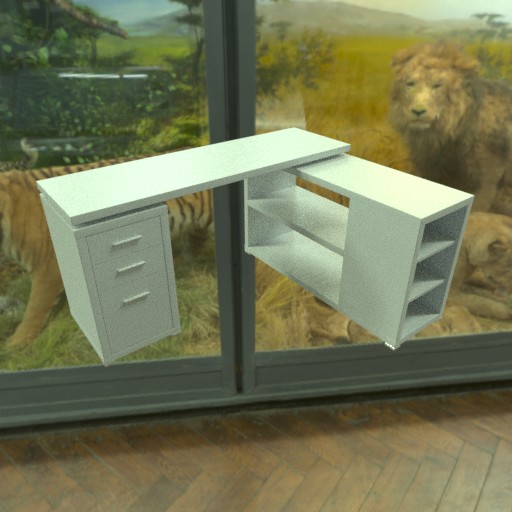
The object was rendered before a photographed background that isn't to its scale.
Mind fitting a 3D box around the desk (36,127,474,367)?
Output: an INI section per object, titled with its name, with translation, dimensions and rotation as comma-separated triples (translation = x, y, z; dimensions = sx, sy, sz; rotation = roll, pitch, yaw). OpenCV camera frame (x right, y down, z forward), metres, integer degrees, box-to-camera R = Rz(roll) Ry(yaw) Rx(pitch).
[desk]
translation = 0.000, 0.000, 2.134
dimensions = 1.524, 0.753, 1.200
rotation = -21, 36, -32
